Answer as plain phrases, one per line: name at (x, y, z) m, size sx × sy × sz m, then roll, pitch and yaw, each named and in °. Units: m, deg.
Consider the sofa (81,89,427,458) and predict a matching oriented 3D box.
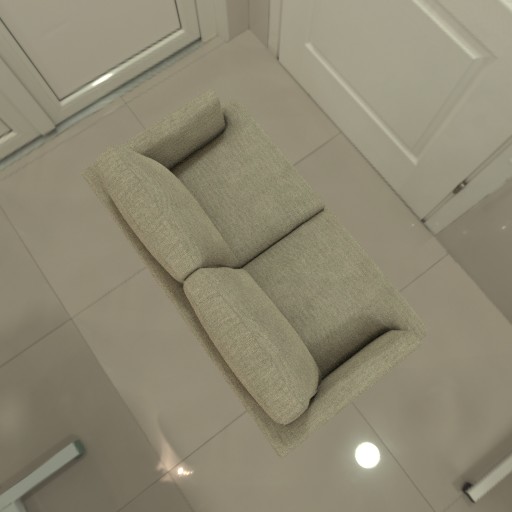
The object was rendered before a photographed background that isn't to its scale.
sofa at (0.000, 0.000, 2.180) m, size 0.903 × 0.944 × 1.582 m, roll -36°, pitch 78°, yaw -9°
